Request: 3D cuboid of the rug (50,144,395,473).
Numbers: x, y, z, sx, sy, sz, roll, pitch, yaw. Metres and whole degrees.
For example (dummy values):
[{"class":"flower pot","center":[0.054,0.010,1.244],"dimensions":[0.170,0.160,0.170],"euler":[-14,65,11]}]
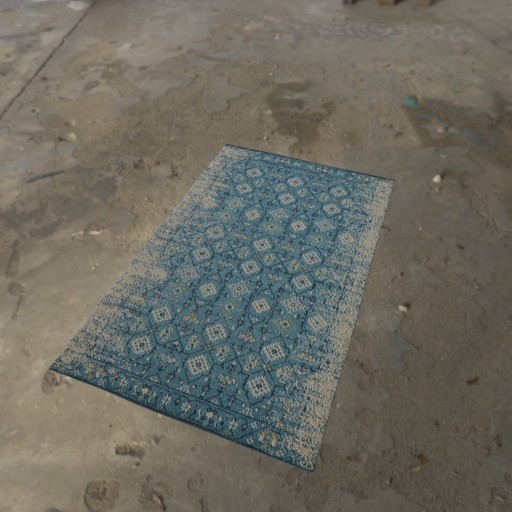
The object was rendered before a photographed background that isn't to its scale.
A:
[{"class":"rug","center":[0.000,0.000,3.052],"dimensions":[1.530,0.015,2.449],"euler":[16,48,14]}]
